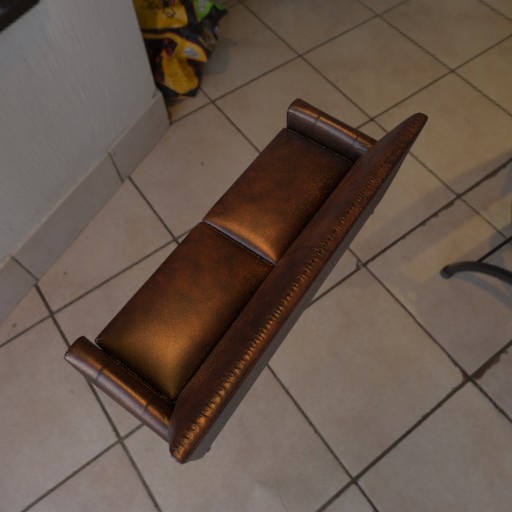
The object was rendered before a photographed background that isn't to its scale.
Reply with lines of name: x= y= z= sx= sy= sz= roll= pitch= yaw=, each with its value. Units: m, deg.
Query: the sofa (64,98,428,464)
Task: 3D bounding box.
sofa: x=0.000 y=0.000 z=2.394 sx=0.786 sy=0.871 sz=1.995 roll=32 pitch=67 yaw=15
